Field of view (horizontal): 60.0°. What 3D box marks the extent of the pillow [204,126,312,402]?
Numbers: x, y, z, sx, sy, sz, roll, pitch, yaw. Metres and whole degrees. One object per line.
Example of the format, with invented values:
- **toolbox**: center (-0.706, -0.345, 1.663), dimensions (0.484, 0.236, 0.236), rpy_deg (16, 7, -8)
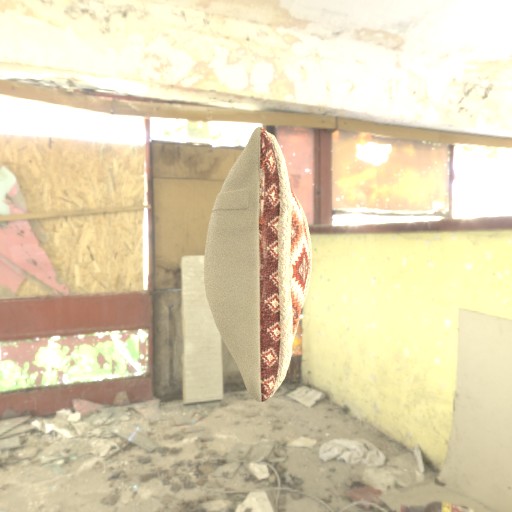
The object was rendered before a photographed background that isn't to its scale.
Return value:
- **pillow**: center (0.000, 0.000, 0.743), dimensions (0.161, 0.295, 0.608), rpy_deg (0, 2, -2)
